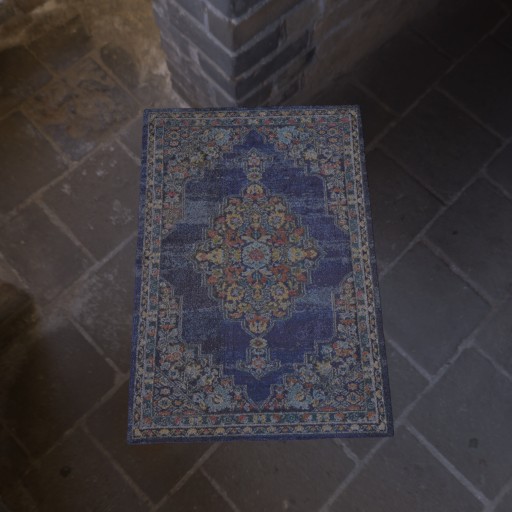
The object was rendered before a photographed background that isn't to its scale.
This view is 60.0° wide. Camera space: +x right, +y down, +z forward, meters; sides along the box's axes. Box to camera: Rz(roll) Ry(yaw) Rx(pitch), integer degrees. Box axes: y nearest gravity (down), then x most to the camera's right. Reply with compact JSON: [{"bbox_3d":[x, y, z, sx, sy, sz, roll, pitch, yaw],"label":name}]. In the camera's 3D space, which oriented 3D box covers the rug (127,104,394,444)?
[{"bbox_3d":[0.000,0.000,3.785,2.053,0.011,2.940,-1,74,0],"label":"rug"}]
